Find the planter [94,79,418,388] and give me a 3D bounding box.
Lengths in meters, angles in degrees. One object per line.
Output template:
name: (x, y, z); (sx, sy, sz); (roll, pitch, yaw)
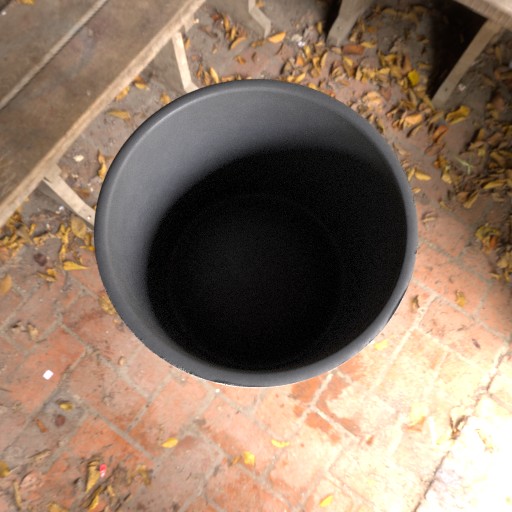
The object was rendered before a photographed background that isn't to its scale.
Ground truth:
planter: (0.000, 0.000, 0.391); (0.221, 0.201, 0.221); (0, 75, 0)
